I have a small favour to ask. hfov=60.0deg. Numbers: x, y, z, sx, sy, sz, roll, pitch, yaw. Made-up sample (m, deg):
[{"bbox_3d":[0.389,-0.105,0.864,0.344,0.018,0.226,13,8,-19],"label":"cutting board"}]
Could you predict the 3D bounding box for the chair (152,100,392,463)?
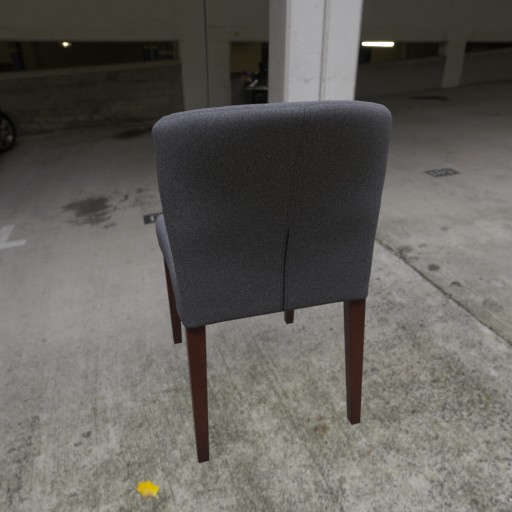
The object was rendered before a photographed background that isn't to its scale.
[{"bbox_3d":[0.000,0.000,1.168,0.491,0.839,0.592,-8,27,-15],"label":"chair"}]
